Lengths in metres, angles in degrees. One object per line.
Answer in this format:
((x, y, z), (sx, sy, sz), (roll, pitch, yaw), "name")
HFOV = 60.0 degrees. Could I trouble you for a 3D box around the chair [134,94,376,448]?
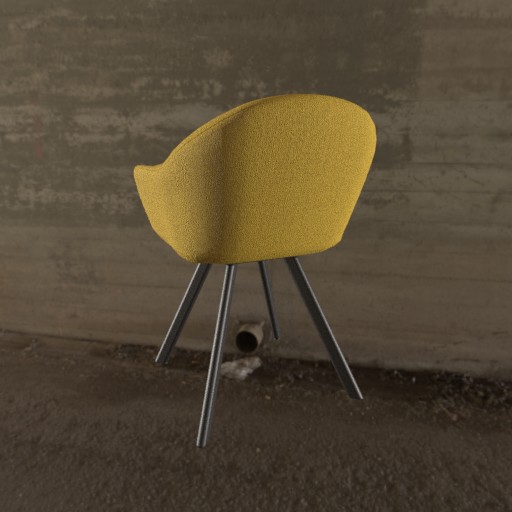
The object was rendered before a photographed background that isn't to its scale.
((0.000, 0.000, 1.186), (0.545, 0.775, 0.565), (-7, 16, -25), "chair")
